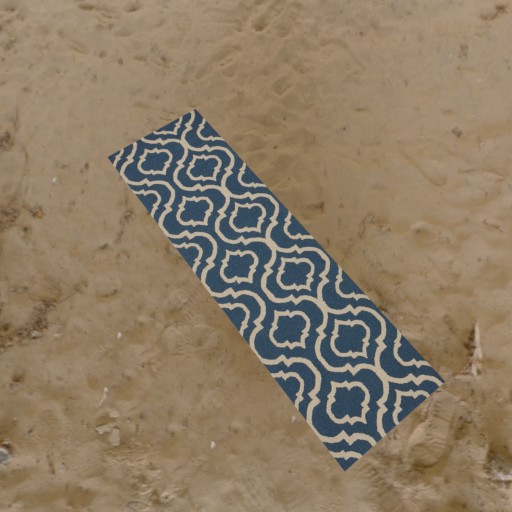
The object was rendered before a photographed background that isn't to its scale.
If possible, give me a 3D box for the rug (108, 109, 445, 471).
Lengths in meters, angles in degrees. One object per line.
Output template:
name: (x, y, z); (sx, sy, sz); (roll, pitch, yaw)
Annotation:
rug: (0.000, 0.000, 2.568); (0.685, 0.006, 2.296); (-34, 69, -15)
